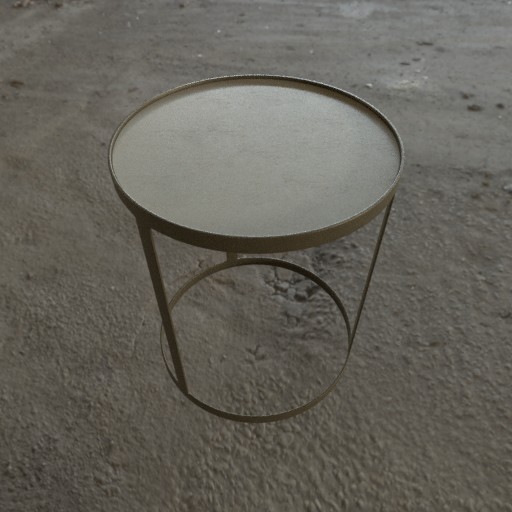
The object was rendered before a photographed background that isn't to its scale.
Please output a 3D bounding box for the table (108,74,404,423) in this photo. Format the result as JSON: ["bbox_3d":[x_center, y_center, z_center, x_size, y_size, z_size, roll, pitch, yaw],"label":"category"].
[{"bbox_3d":[0.000,0.000,0.938,0.480,0.565,0.480,0,46,0],"label":"table"}]
